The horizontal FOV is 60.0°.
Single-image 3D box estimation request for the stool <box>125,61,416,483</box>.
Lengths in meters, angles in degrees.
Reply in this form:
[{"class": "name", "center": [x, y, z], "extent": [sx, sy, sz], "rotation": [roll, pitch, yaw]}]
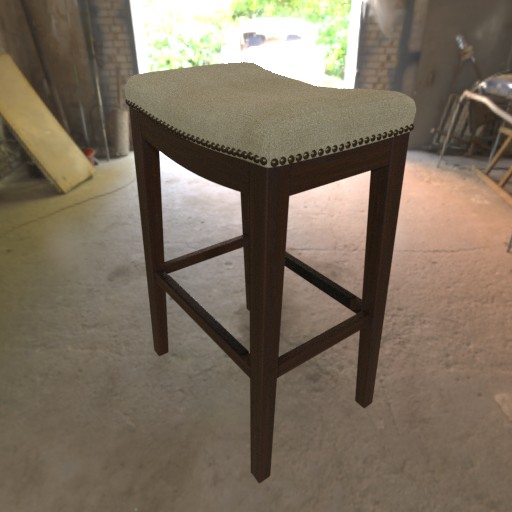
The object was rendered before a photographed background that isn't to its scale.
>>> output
[{"class": "stool", "center": [0.000, 0.000, 1.016], "extent": [0.363, 0.768, 0.509], "rotation": [-21, 37, -31]}]
